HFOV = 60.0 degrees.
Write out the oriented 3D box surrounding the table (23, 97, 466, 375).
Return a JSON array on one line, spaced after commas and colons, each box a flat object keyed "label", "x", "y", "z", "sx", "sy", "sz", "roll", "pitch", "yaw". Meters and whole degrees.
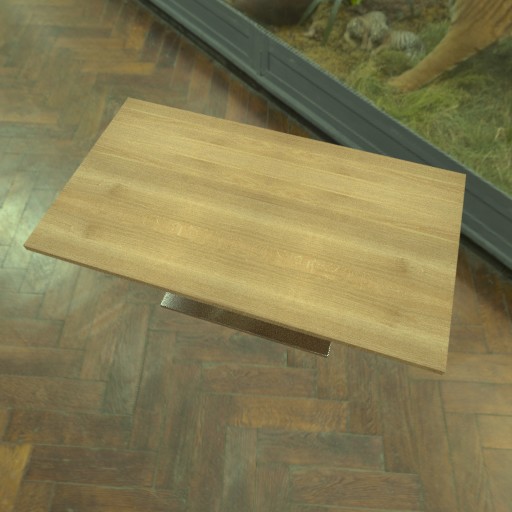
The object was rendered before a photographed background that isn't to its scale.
[{"label": "table", "x": 0.000, "y": 0.000, "z": 2.125, "sx": 1.600, "sy": 0.750, "sz": 0.900, "roll": 16, "pitch": 60, "yaw": 9}]
